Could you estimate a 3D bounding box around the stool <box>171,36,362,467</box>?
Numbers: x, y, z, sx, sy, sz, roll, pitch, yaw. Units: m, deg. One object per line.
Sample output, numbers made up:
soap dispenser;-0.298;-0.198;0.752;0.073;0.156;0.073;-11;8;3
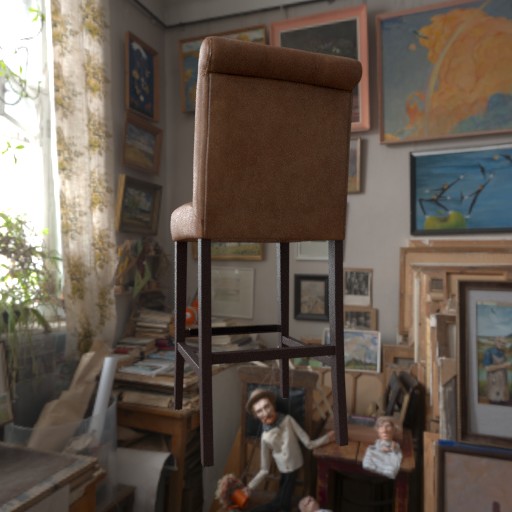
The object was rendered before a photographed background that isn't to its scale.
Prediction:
stool;0.000;0.000;1.457;0.493;1.140;0.601;0;0;-19
